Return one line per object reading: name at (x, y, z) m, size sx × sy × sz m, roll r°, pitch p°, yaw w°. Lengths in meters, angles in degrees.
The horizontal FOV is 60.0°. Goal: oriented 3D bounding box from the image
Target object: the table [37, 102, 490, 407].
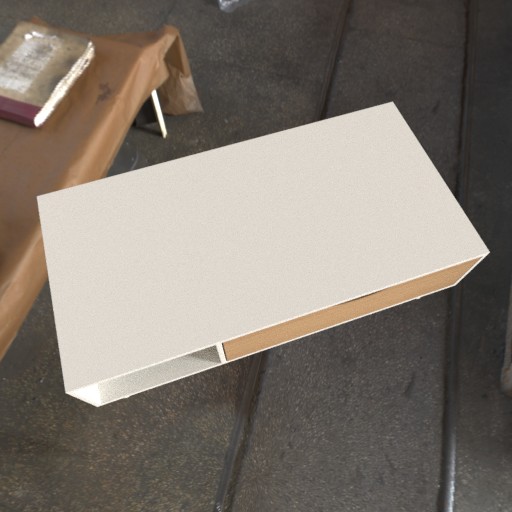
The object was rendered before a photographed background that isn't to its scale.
table at (0.000, 0.000, 1.491) m, size 1.194 × 0.432 × 0.609 m, roll -17°, pitch 65°, yaw -8°
